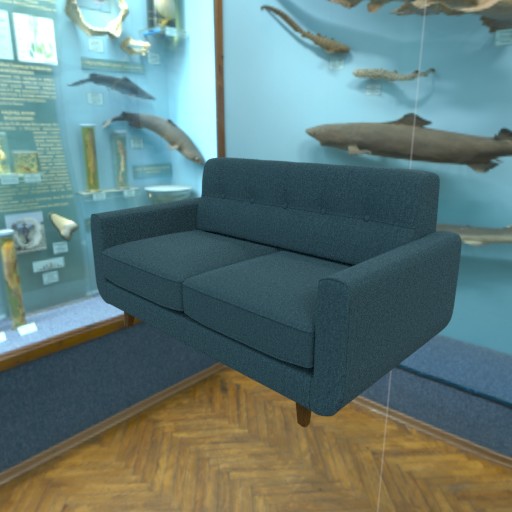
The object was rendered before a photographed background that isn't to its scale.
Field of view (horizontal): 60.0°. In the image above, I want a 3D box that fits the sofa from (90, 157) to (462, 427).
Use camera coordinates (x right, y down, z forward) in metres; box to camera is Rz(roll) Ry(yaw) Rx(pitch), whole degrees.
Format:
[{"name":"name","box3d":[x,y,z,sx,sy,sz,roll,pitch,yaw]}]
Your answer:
[{"name":"sofa","box3d":[0.000,0.000,2.217,1.651,0.896,0.942,15,22,42]}]
